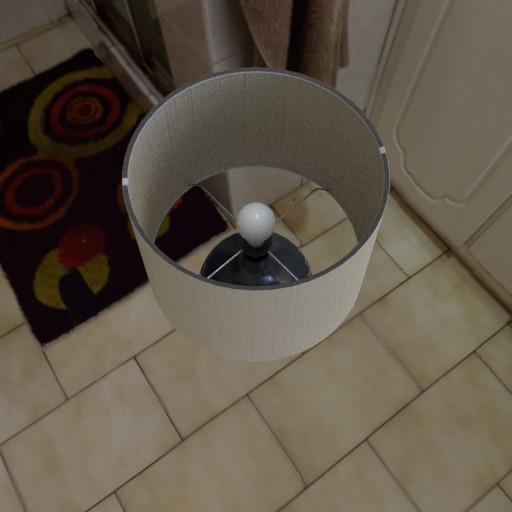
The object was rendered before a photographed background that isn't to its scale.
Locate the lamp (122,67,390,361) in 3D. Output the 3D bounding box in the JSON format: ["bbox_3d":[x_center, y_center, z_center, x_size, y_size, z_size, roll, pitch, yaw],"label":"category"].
[{"bbox_3d":[0.000,0.000,0.786,0.376,0.540,0.376,0,66,0],"label":"lamp"}]
